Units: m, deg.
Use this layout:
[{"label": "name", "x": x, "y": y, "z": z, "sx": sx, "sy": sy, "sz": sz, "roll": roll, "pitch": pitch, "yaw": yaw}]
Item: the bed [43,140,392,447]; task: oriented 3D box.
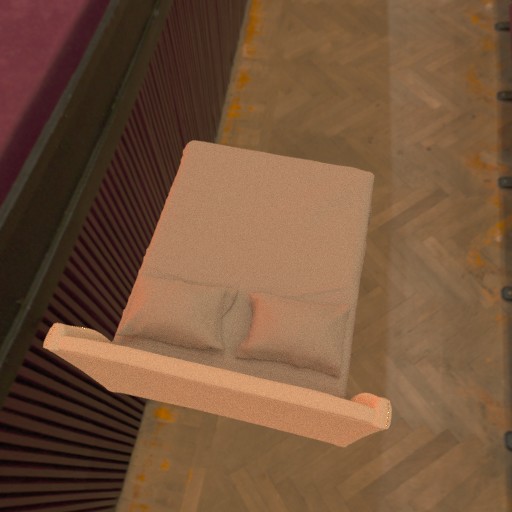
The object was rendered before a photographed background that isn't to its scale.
[{"label": "bed", "x": 0.000, "y": 0.000, "z": 3.400, "sx": 1.925, "sy": 1.332, "sz": 2.276, "roll": 12, "pitch": 64, "yaw": 6}]
